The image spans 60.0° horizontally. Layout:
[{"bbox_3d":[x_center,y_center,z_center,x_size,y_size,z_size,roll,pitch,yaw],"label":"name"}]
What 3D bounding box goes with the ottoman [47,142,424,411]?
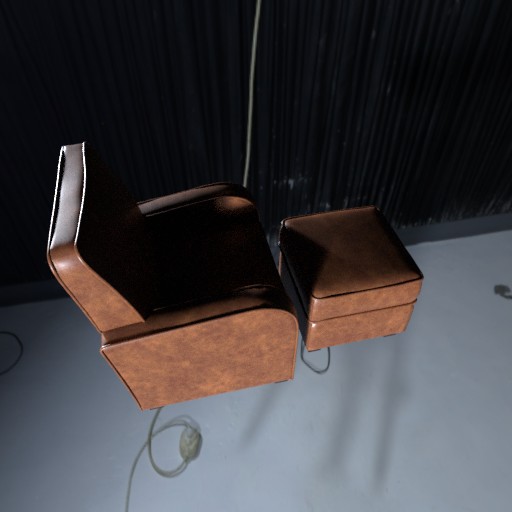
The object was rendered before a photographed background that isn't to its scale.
[{"bbox_3d":[0.000,0.000,1.813,1.314,0.904,0.732,-9,46,-9],"label":"ottoman"}]
